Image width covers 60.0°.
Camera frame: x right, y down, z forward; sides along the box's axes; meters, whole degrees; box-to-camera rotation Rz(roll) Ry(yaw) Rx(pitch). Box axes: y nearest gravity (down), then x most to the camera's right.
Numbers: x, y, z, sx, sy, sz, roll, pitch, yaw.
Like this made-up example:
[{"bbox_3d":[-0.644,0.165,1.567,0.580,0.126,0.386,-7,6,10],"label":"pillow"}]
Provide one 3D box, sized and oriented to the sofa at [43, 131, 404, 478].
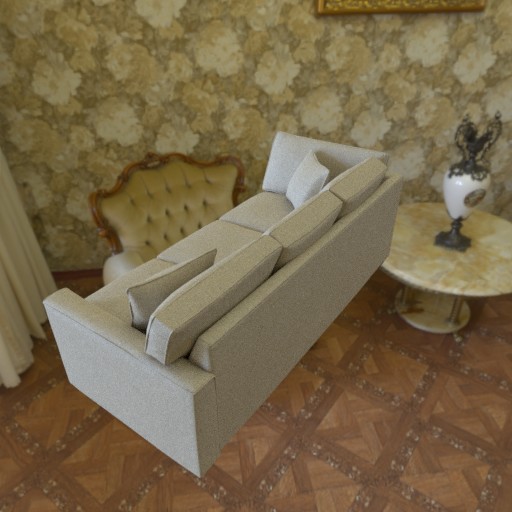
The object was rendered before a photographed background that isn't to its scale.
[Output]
[{"bbox_3d":[0.000,0.000,2.836,1.053,0.948,2.323,21,38,29],"label":"sofa"}]
